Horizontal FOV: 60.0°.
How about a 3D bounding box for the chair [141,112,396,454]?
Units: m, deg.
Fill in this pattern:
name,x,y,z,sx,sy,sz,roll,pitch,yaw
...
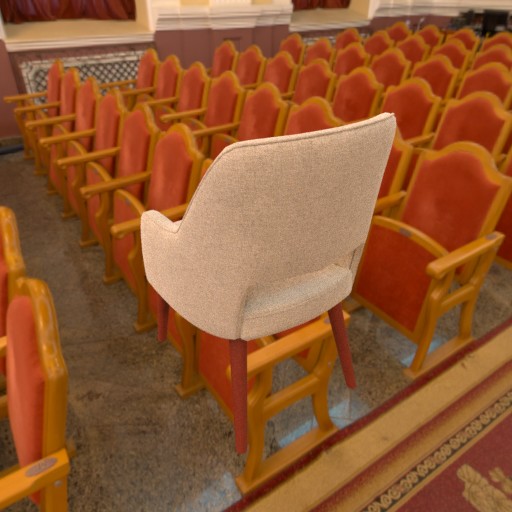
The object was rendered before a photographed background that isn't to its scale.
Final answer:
name,x,y,z,sx,sy,sz,roll,pitch,yaw
chair,0.000,0.000,1.241,0.548,0.849,0.605,-19,37,-28
